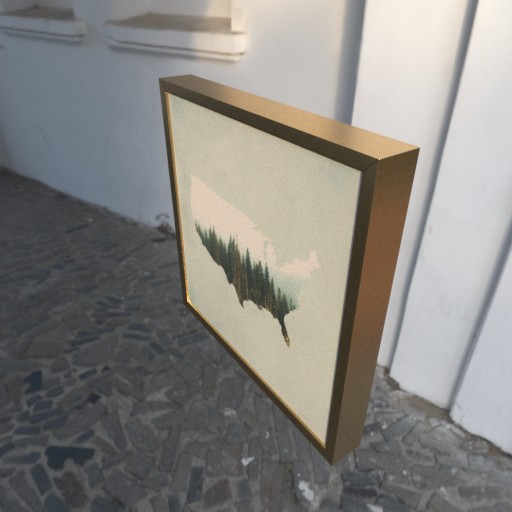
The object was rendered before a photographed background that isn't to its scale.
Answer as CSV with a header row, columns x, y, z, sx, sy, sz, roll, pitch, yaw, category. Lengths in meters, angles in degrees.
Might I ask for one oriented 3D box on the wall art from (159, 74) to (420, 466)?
x,y,z,sx,sy,sz,roll,pitch,yaw,category
0.000,0.000,0.456,0.038,0.304,0.304,-21,38,-29,wall art
